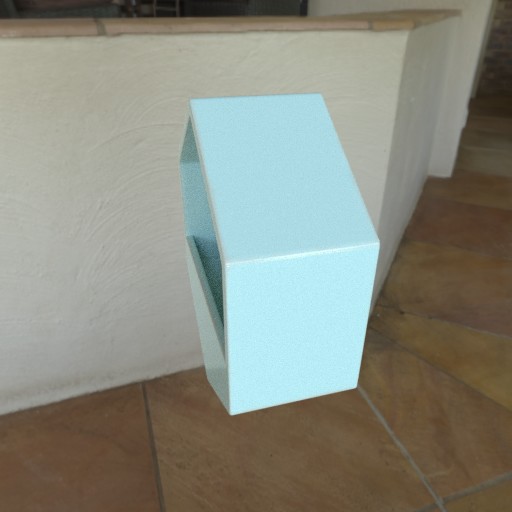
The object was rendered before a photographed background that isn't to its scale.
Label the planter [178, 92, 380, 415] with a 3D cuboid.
[{"bbox_3d":[0.000,0.000,0.298,0.078,0.207,0.169,-8,31,-14],"label":"planter"}]
